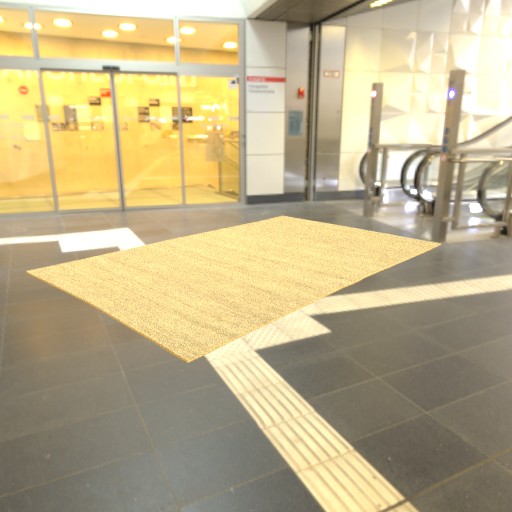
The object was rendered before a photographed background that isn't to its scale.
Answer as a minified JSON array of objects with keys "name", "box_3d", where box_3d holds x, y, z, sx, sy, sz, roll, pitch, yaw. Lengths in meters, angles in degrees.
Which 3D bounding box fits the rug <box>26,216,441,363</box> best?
[{"name":"rug","box_3d":[0.000,0.000,2.270,1.179,0.022,1.820,15,22,42]}]
